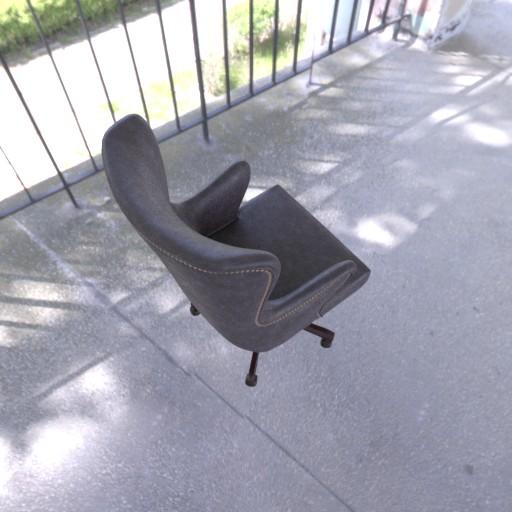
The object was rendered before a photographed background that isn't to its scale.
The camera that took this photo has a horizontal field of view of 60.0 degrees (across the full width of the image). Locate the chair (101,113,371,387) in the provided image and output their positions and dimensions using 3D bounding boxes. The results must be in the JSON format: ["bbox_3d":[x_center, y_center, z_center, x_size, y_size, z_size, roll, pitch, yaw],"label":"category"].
[{"bbox_3d":[0.000,0.000,1.501,0.717,1.037,0.594,-33,63,-20],"label":"chair"}]
